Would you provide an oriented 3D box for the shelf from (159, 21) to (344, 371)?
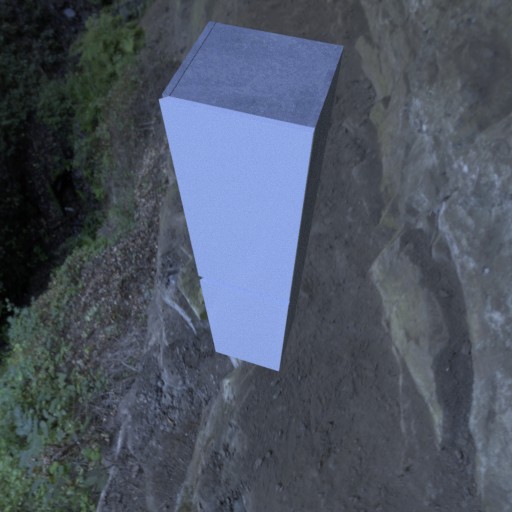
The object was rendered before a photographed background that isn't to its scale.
[{"bbox_3d":[0.000,0.000,1.478,0.300,1.400,0.270,15,60,9],"label":"shelf"}]
